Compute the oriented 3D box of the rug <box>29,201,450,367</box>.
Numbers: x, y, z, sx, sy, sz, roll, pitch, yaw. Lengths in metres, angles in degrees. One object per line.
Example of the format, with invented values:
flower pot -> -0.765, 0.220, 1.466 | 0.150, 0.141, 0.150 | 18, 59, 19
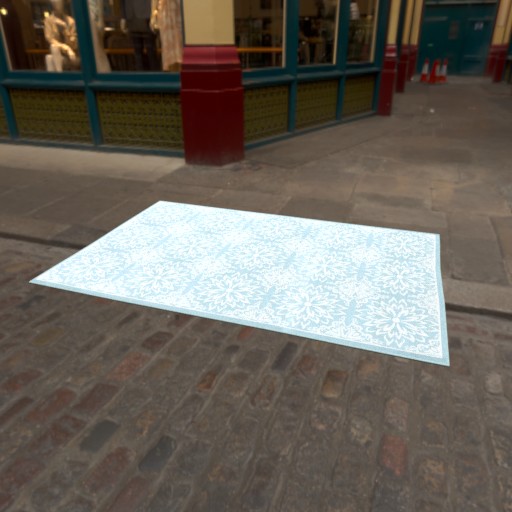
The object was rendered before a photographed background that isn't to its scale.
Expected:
rug -> 0.000, 0.000, 2.327 | 1.840, 0.012, 1.219 | 9, 28, 17
